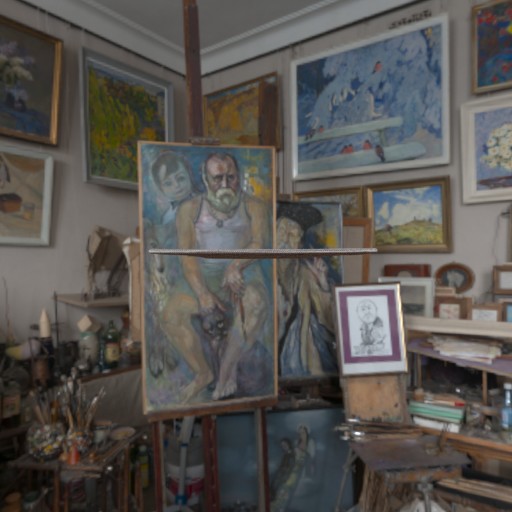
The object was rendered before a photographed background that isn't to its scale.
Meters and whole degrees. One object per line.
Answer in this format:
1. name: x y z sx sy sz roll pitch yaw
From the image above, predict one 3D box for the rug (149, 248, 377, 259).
1. rug: 0.000 0.000 2.629 0.744 0.022 2.419 0 -1 -1
